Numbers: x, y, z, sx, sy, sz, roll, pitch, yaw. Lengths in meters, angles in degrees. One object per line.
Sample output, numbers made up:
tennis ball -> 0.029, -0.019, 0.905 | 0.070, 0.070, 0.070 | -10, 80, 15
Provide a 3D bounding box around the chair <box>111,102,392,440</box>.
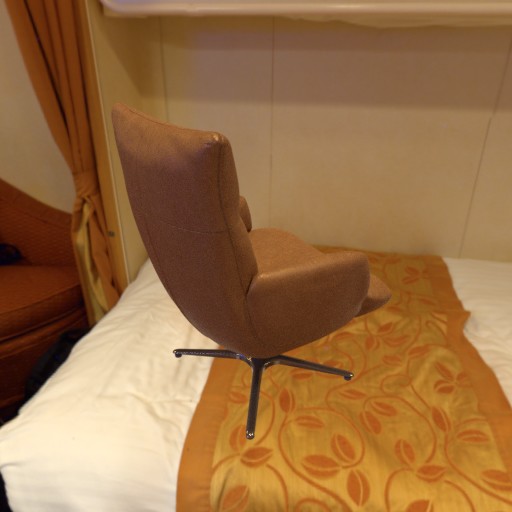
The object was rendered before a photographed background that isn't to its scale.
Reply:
chair -> 0.000, 0.000, 1.568 | 0.794, 1.027, 0.711 | -18, 32, -32
